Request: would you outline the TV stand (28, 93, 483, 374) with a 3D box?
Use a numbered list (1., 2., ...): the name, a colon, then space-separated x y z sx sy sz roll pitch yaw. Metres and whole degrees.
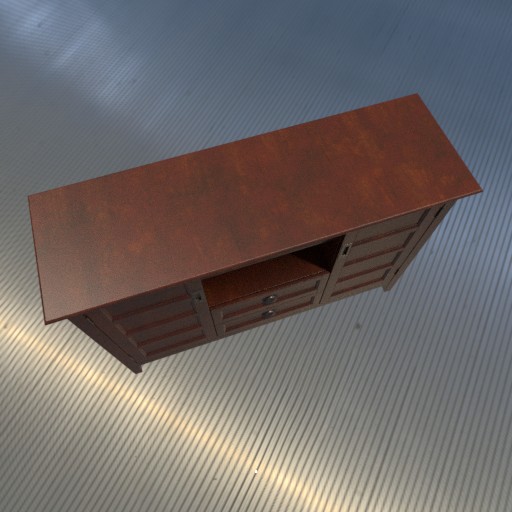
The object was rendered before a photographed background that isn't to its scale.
1. TV stand: 0.000 0.000 1.807 1.372 0.915 0.445 -17 65 -8
